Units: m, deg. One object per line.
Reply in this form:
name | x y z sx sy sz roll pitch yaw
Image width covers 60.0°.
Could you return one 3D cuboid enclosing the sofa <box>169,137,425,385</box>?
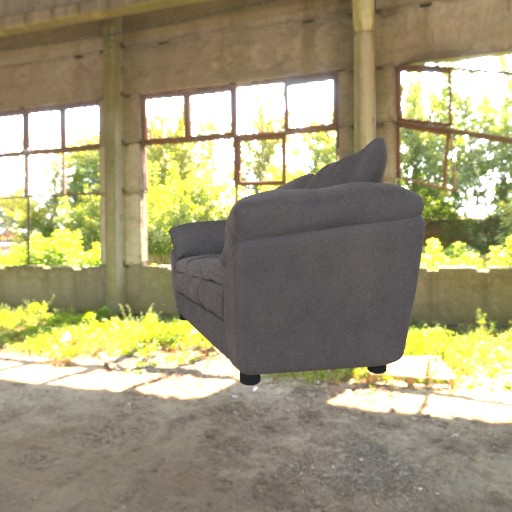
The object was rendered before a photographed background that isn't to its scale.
sofa | 0.000 0.000 2.874 0.878 1.073 2.336 0 0 -17
